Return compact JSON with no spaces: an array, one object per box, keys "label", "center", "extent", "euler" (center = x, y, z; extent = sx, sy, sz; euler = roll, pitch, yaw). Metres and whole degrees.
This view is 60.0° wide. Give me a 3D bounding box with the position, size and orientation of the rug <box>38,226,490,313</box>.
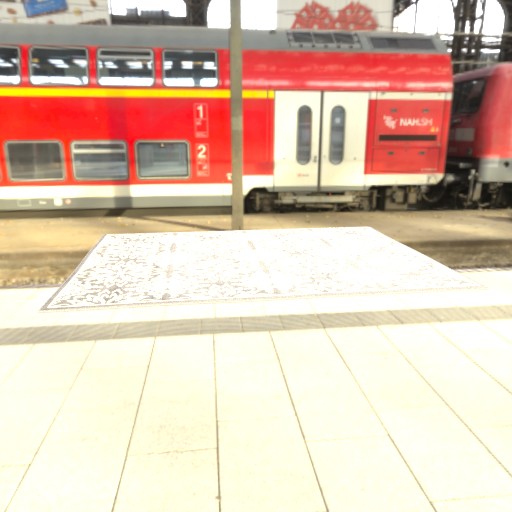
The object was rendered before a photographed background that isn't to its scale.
[{"label":"rug","center":[0.000,0.000,2.906],"extent":[2.213,0.014,1.608],"euler":[-2,15,-8]}]
